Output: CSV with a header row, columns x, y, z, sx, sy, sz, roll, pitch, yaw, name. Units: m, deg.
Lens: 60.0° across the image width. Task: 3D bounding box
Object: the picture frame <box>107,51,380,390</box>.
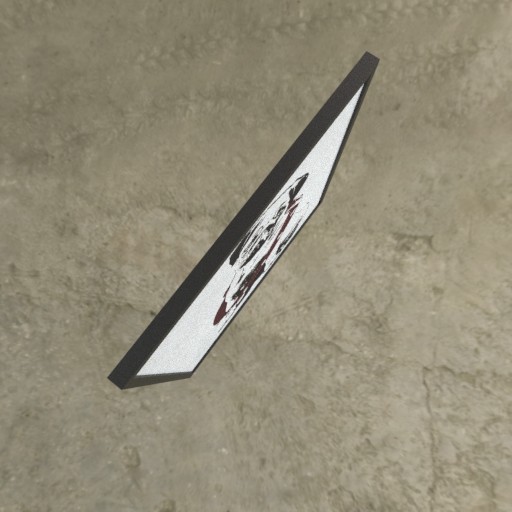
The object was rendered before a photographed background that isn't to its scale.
x,y,z,sx,sy,sz,roll,pitch,yaw,name
0.000,0.000,1.172,0.032,0.775,0.775,36,79,8,picture frame
